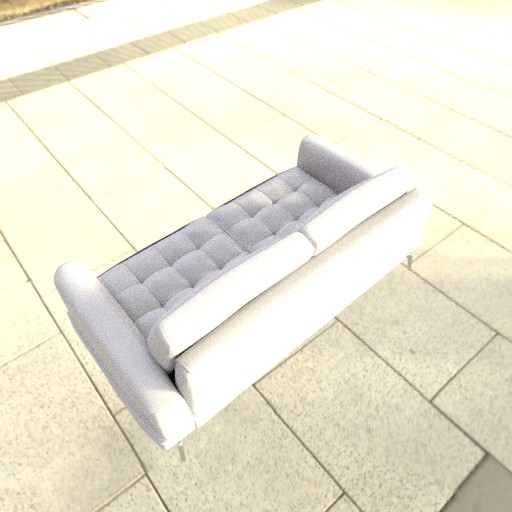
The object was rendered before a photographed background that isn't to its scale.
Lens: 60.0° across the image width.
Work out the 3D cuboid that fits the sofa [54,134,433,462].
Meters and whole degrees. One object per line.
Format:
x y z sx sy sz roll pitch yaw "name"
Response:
0.000 0.000 2.744 2.177 0.930 1.121 -33 56 -26 "sofa"
